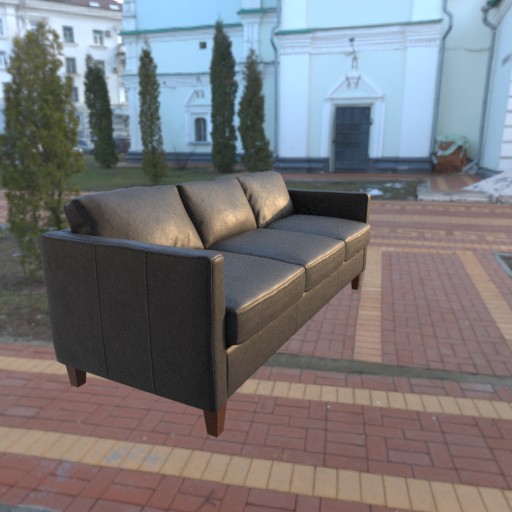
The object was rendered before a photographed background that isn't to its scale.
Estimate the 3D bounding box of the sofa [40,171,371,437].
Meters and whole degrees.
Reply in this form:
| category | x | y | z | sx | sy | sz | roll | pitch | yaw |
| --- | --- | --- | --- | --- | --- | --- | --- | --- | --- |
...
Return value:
| category | x | y | z | sx | sy | sz | roll | pitch | yaw |
| --- | --- | --- | --- | --- | --- | --- | --- | --- | --- |
| sofa | 0.000 | 0.000 | 2.970 | 1.045 | 1.006 | 2.464 | 8 | 16 | 27 |
